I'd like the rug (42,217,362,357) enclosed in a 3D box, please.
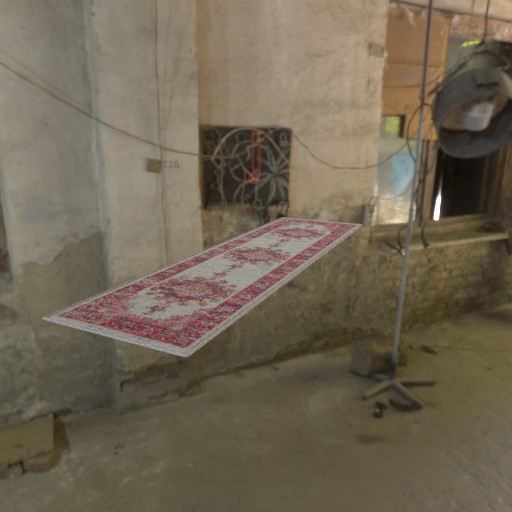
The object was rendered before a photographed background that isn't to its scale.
[{"bbox_3d":[0.000,0.000,2.515,0.666,0.011,2.294,8,17,26],"label":"rug"}]
